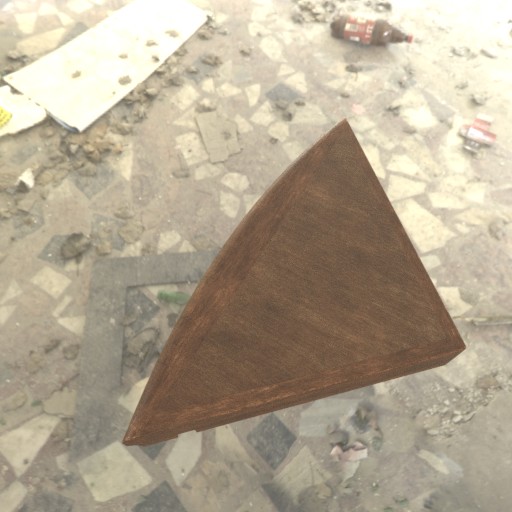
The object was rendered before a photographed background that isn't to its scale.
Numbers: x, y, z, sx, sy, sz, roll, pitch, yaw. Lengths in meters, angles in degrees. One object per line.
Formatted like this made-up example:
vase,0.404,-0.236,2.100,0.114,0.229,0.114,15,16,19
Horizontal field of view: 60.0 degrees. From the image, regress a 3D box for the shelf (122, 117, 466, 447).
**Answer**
shelf,0.000,0.000,0.473,0.310,0.050,0.310,-13,61,-7
